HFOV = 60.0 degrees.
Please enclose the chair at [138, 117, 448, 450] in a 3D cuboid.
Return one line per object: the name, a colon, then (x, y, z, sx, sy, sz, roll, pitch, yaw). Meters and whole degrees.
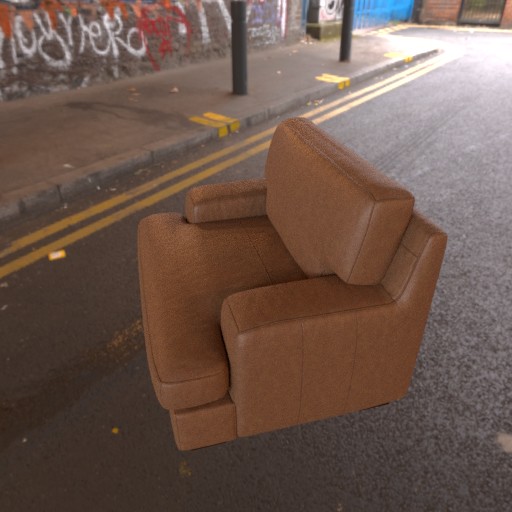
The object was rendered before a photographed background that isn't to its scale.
chair: (0.000, 0.000, 2.007, 1.050, 0.978, 1.276, -8, 33, -13)
